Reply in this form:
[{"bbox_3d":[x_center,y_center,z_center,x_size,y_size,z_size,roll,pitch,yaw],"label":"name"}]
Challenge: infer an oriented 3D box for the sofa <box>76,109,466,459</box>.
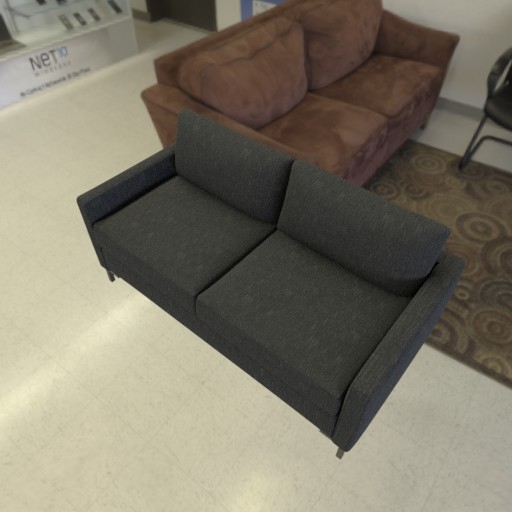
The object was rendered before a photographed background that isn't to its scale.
[{"bbox_3d":[0.000,0.000,2.213,1.716,0.862,0.866,31,53,26],"label":"sofa"}]
